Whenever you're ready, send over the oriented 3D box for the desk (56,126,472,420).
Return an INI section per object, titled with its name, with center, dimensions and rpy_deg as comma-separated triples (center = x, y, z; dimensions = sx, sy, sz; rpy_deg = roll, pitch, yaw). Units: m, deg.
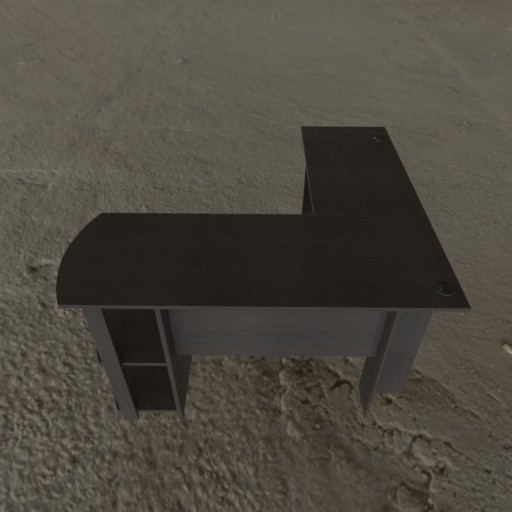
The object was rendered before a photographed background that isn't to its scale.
[desk]
center = 0.000, 0.000, 2.114
dimensions = 1.361, 0.716, 1.303
rpy_deg = 0, 41, 0
